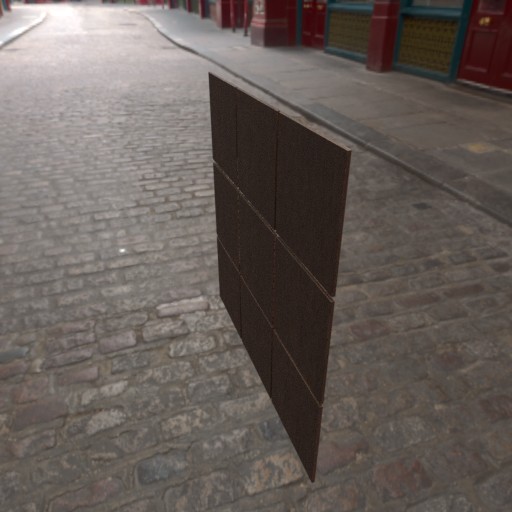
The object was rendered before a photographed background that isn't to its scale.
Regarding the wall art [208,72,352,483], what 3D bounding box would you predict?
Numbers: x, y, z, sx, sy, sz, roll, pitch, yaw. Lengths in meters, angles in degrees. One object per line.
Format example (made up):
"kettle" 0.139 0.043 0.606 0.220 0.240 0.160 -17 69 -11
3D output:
"wall art" 0.000 0.000 2.228 0.014 1.525 1.527 -10 32 -17
